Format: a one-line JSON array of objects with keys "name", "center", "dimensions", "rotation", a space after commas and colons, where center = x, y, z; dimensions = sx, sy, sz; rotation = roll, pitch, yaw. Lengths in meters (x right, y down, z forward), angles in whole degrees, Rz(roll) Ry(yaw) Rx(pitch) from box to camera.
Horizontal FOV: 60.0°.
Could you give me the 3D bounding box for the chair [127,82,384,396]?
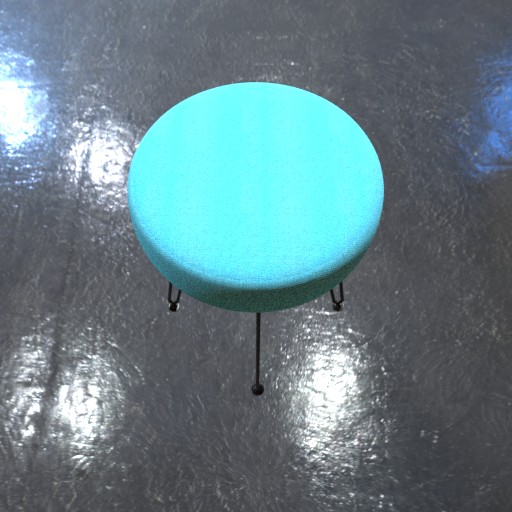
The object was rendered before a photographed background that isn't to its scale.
[{"name": "chair", "center": [0.000, 0.000, 0.691], "dimensions": [0.350, 0.440, 0.350], "rotation": [0, 63, 0]}]
